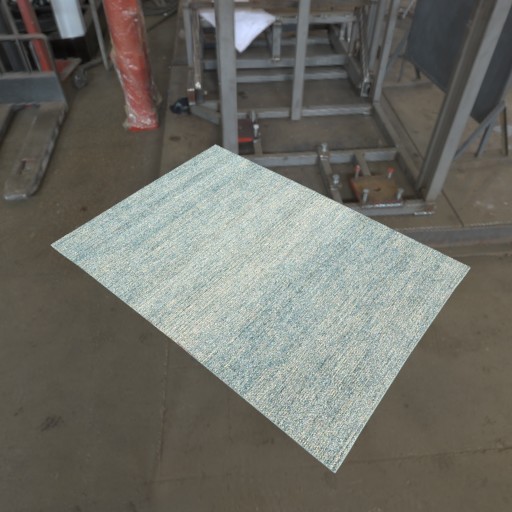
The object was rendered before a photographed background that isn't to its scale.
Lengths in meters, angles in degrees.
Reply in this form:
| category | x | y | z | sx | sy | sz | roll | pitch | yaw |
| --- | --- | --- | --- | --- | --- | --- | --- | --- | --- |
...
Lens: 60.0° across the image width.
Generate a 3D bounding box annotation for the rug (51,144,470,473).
| category | x | y | z | sx | sy | sz | roll | pitch | yaw |
| --- | --- | --- | --- | --- | --- | --- | --- | --- | --- |
| rug | 0.000 | 0.000 | 2.902 | 2.260 | 0.026 | 1.611 | 31 | 54 | 26 |
